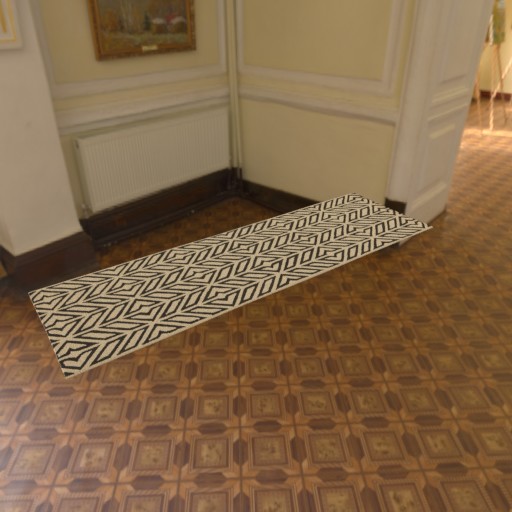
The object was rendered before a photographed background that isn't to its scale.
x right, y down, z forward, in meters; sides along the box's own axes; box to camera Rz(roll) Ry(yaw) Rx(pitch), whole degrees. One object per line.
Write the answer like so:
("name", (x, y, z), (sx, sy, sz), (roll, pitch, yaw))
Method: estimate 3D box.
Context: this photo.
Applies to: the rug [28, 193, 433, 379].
("rug", (0.000, 0.000, 2.695), (2.435, 0.009, 0.750), (-19, 36, -30))
